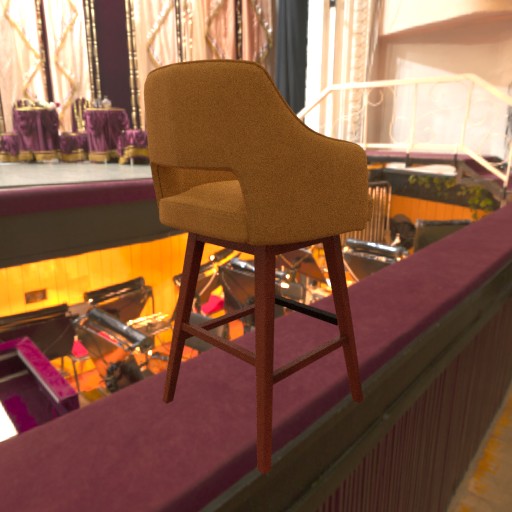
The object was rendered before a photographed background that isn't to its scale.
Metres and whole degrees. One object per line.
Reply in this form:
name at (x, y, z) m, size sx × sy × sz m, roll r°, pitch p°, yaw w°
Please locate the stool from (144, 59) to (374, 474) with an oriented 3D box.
stool at (0.000, 0.000, 1.322) m, size 0.558 × 1.012 × 0.548 m, roll -15°, pitch 21°, yaw -43°
